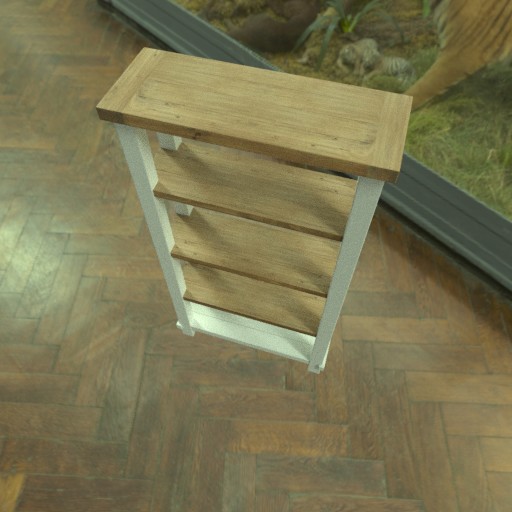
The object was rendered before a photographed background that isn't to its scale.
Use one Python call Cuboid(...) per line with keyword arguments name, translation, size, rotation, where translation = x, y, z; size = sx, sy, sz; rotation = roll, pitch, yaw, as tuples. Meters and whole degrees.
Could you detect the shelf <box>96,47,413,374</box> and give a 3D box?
Cuboid(name="shelf", translation=(0.000, 0.000, 2.293), size=(1.022, 1.878, 0.381), rotation=(14, 57, 10))
